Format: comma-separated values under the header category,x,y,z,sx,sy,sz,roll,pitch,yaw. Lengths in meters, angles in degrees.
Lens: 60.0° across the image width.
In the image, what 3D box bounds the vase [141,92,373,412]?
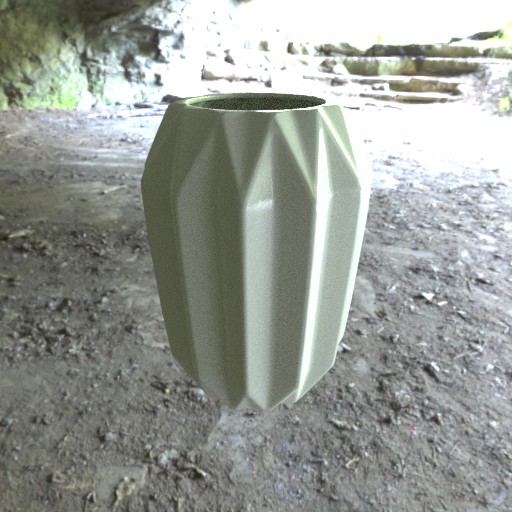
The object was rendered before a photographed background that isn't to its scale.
category,x,y,z,sx,sy,sz,roll,pitch,yaw
vase,0.000,0.000,0.412,0.195,0.275,0.195,0,26,0
